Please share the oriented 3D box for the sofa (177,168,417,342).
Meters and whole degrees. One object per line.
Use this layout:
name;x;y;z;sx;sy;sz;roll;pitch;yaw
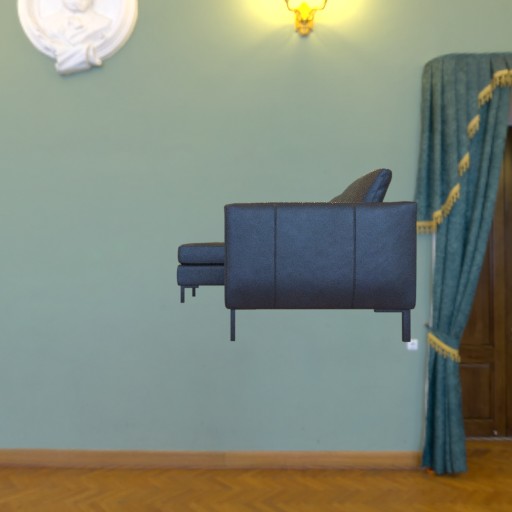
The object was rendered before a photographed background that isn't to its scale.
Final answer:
sofa;0.000;0.000;3.518;1.471;0.859;2.993;0;-1;-1
